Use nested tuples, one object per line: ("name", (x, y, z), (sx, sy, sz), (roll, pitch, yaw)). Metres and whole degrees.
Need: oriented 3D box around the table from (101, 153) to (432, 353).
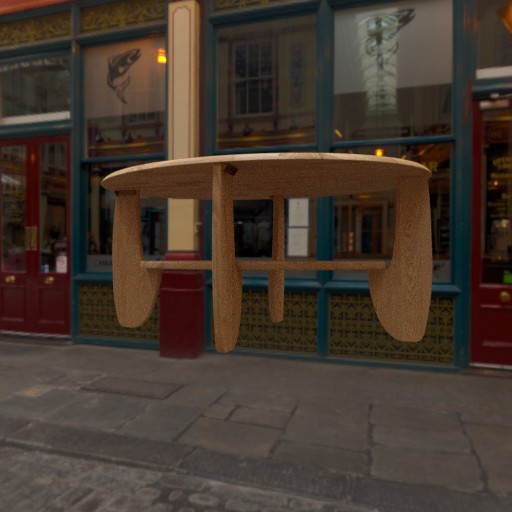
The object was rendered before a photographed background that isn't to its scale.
("table", (0.000, 0.000, 1.405), (1.040, 0.490, 0.690), (0, 0, 17))
